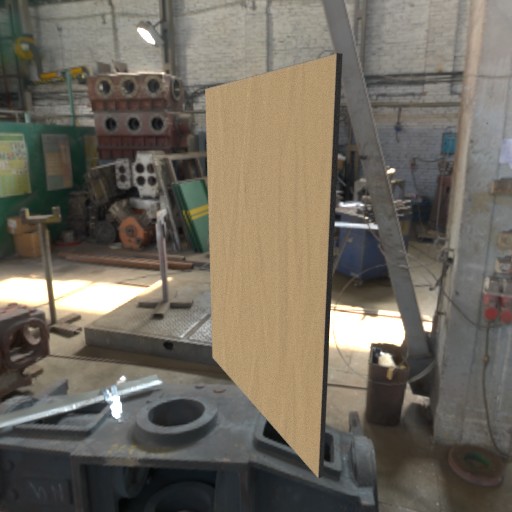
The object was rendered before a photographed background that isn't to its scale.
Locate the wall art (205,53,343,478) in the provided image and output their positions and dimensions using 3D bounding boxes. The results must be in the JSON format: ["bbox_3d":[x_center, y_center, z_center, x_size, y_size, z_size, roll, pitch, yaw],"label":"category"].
[{"bbox_3d":[0.000,0.000,1.470,0.016,1.116,0.810,-7,17,-26],"label":"wall art"}]
